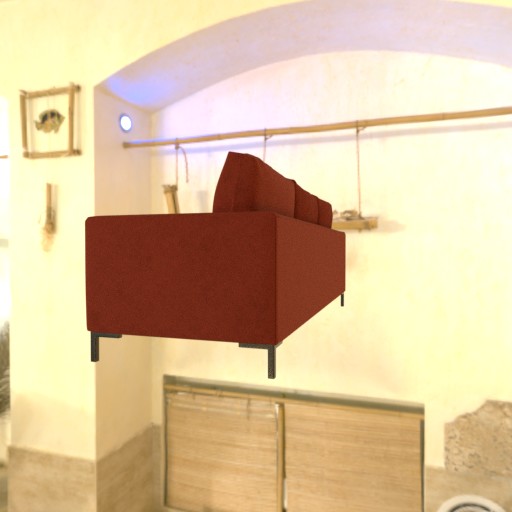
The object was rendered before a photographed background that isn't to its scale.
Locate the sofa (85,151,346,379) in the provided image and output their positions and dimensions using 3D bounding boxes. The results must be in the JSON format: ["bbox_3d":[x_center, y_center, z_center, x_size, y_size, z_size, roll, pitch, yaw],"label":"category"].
[{"bbox_3d":[0.000,0.000,2.815,0.875,0.879,2.252,0,1,18],"label":"sofa"}]
